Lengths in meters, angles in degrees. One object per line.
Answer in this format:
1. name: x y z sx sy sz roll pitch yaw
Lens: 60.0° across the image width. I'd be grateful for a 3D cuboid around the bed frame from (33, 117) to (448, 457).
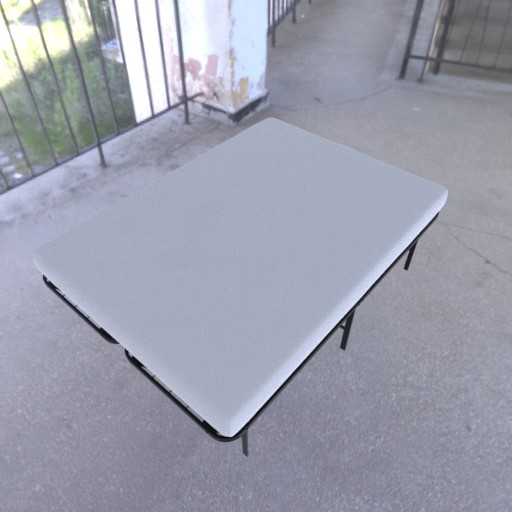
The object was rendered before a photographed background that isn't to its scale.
1. bed frame: 0.000 0.000 2.576 1.372 0.637 1.905 31 52 28
